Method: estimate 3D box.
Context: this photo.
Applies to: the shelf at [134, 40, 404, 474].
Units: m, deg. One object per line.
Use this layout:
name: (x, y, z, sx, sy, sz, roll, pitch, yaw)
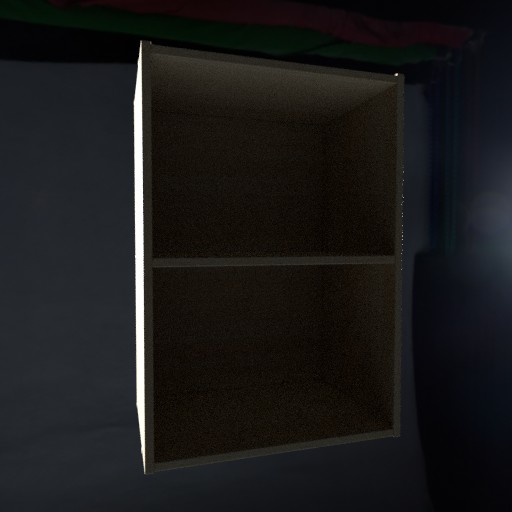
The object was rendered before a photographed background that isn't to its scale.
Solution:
shelf: (0.000, 0.000, 0.801, 0.414, 0.592, 0.290, -1, 2, -17)
